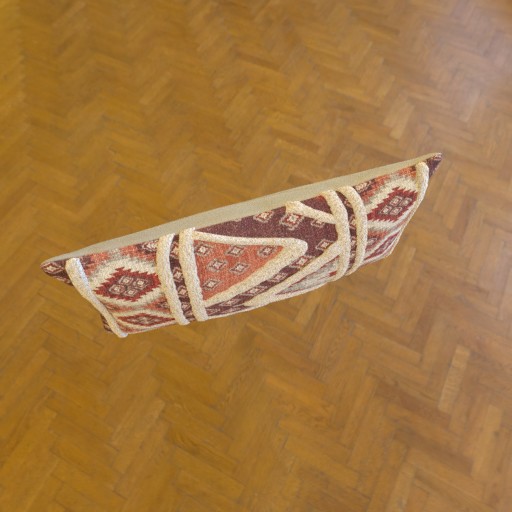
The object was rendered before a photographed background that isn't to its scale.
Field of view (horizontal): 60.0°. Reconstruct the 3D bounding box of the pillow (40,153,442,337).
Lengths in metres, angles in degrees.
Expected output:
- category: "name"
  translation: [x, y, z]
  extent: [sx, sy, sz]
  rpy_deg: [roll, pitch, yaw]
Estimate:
- category: "pillow"
  translation: [0.000, 0.000, 0.757]
  extent: [0.608, 0.295, 0.161]
  rpy_deg: [-16, 63, -9]
